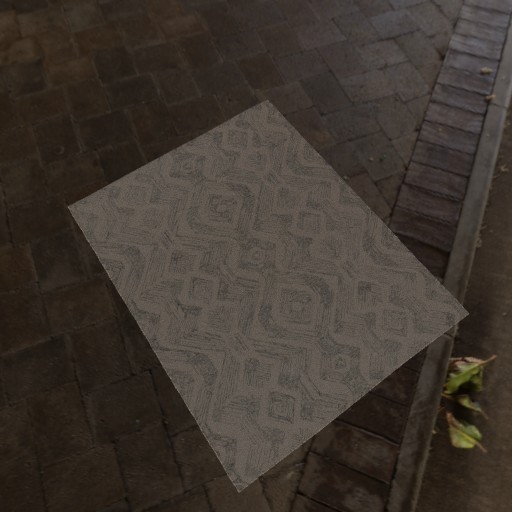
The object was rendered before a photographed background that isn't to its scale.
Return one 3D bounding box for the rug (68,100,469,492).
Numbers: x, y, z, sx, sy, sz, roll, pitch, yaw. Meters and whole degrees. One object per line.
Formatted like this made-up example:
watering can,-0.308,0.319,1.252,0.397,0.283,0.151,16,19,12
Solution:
rug,0.000,0.000,4.118,2.430,0.030,3.054,-32,68,-14
